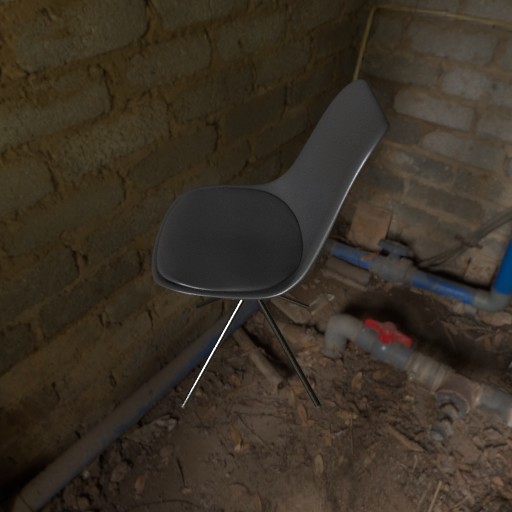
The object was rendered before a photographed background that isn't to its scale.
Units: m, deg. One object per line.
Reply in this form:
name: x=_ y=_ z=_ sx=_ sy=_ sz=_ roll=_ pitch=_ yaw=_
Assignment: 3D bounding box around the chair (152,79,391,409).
chair: x=0.000 y=0.000 z=1.188 sx=0.525 sy=0.850 sz=0.461 roll=0 pitch=41 yaw=0
